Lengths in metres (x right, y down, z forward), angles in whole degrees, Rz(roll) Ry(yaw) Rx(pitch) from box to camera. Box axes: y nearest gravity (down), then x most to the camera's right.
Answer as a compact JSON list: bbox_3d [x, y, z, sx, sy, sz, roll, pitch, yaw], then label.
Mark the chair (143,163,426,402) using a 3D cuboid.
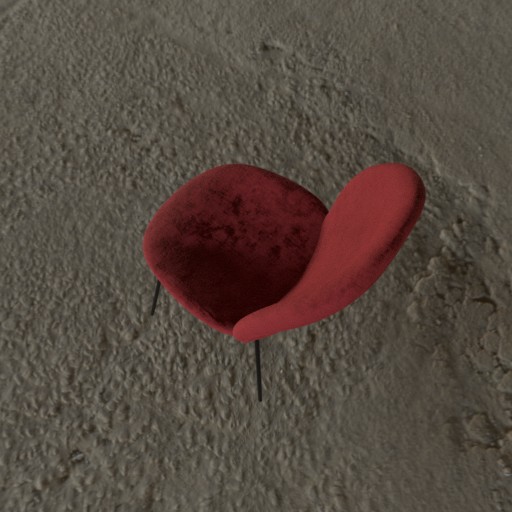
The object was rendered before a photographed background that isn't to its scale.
[{"bbox_3d":[0.000,0.000,1.126,0.587,0.791,0.458,33,67,16],"label":"chair"}]
